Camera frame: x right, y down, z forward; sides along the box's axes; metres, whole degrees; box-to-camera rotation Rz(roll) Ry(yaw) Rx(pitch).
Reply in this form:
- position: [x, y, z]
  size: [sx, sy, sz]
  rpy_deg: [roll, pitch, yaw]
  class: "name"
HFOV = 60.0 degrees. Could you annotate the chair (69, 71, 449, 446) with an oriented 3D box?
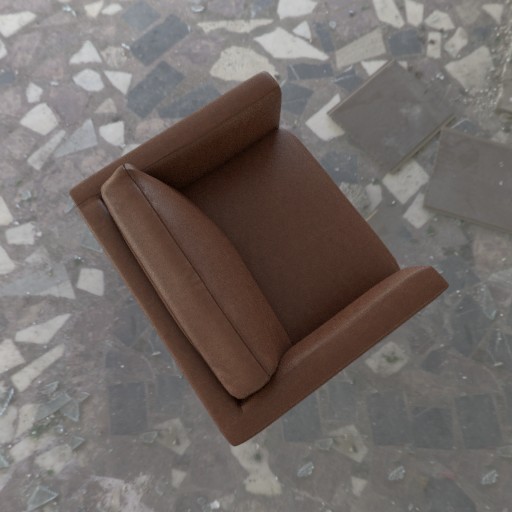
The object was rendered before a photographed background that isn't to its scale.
- position: [0.000, 0.000, 1.861]
  size: [0.959, 0.917, 1.107]
  rpy_deg: [-34, 78, -8]
  class: "chair"
